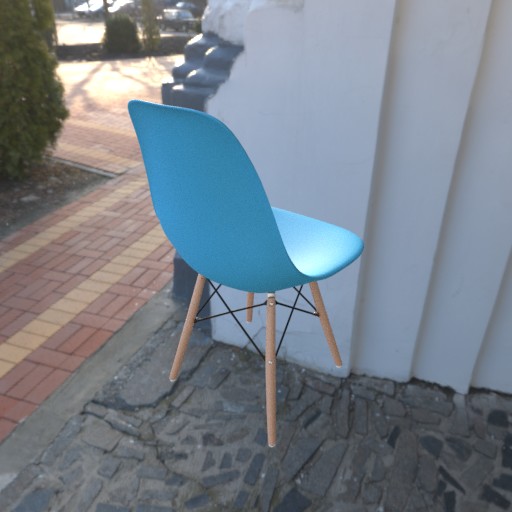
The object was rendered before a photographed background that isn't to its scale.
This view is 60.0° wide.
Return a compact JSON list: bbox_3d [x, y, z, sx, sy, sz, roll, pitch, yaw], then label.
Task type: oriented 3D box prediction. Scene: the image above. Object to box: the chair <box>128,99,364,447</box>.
[{"bbox_3d":[0.000,0.000,1.134,0.470,0.826,0.531,21,36,32],"label":"chair"}]
